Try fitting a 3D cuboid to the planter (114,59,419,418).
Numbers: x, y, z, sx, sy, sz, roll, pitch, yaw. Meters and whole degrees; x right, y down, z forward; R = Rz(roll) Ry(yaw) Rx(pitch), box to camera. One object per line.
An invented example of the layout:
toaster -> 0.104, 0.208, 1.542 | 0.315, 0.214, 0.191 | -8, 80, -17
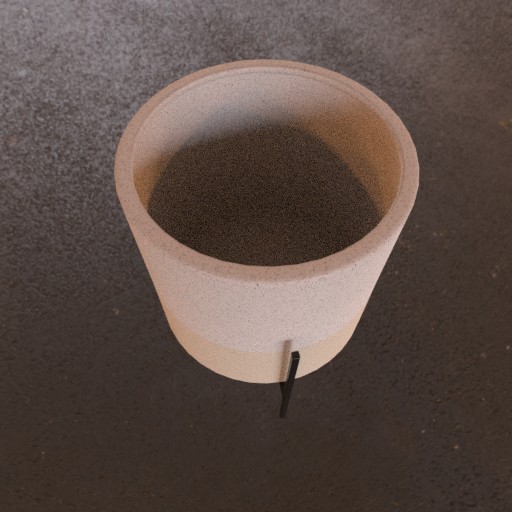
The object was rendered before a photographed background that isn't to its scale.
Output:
planter -> 0.000, 0.000, 0.634 | 0.335, 0.423, 0.313 | 16, 60, 10
